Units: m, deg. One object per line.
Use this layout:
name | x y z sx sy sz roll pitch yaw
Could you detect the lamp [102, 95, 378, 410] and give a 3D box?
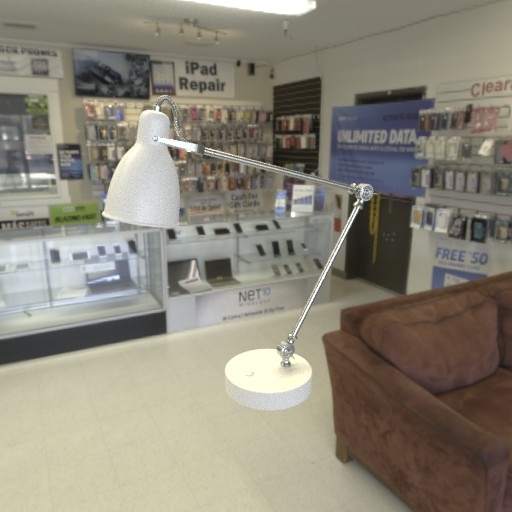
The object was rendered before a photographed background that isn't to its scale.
lamp | 0.000 0.000 0.872 0.561 0.587 0.187 -7 17 -25
